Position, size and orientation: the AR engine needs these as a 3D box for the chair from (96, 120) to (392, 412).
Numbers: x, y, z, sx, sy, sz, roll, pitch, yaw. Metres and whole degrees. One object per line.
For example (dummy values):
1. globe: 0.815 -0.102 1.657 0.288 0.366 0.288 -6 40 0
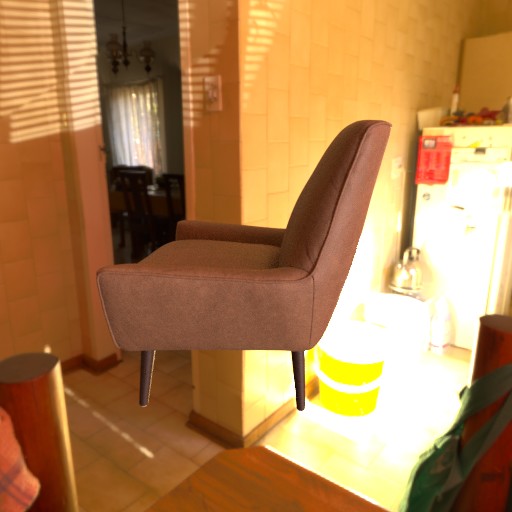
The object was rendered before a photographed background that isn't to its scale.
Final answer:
1. chair: 0.000 0.000 1.533 0.824 0.888 0.787 2 15 7
